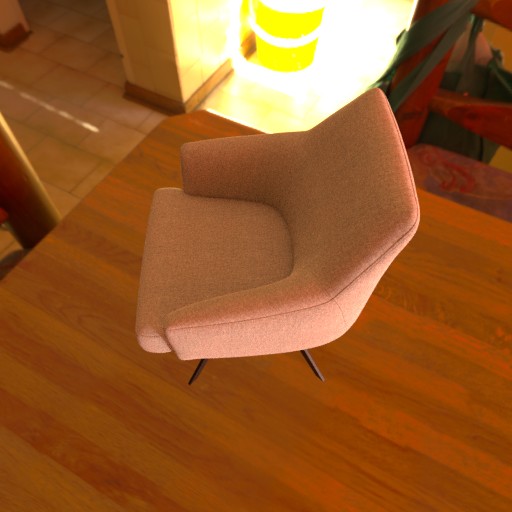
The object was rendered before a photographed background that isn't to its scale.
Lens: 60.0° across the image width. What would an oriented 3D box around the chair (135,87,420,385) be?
[{"bbox_3d":[0.000,0.000,1.331,0.677,0.874,0.642,-1,56,-1],"label":"chair"}]
